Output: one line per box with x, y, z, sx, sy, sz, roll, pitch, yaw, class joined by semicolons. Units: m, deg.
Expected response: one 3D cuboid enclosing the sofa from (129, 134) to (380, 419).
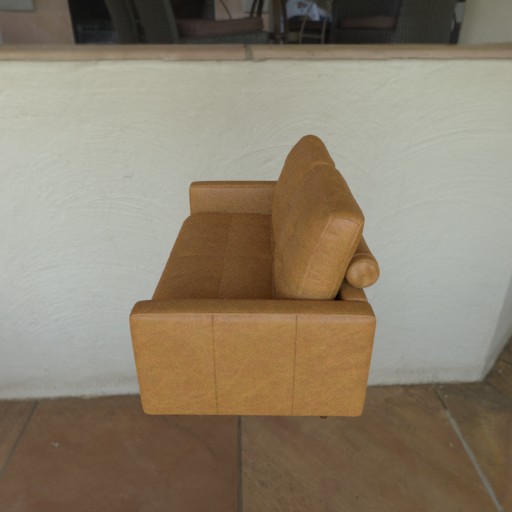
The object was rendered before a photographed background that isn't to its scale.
0.000;0.000;2.092;0.868;0.898;1.430;0;27;1;sofa
